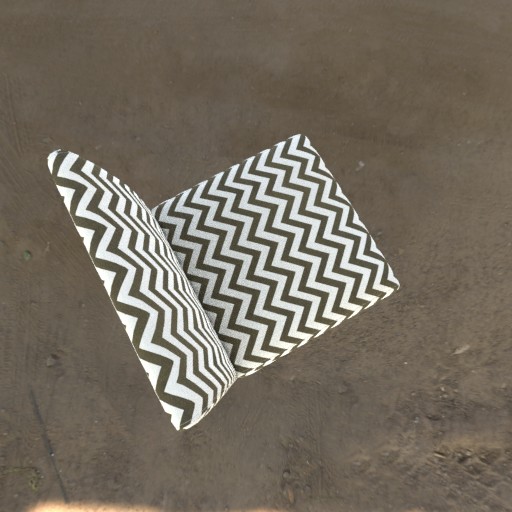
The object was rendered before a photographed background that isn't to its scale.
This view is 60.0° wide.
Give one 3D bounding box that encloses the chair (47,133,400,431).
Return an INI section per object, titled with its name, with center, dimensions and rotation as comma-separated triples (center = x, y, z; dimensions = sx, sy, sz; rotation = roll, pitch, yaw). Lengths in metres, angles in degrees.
[chair]
center = 0.000, 0.000, 1.247
dimensions = 0.648, 0.838, 0.589
rotation = -28, 78, -6
